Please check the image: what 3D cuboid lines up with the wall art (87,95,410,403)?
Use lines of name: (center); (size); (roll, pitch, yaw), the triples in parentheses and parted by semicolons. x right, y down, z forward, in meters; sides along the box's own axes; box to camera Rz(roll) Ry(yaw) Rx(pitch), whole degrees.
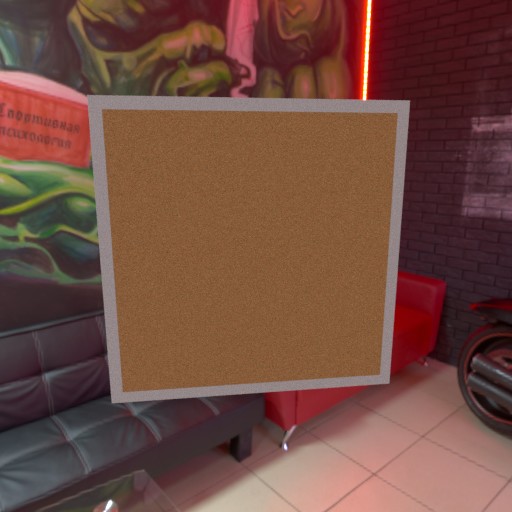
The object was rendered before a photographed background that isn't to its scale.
wall art: (0.000, 0.000, 0.677); (0.456, 0.457, 0.009); (-2, 13, -8)
